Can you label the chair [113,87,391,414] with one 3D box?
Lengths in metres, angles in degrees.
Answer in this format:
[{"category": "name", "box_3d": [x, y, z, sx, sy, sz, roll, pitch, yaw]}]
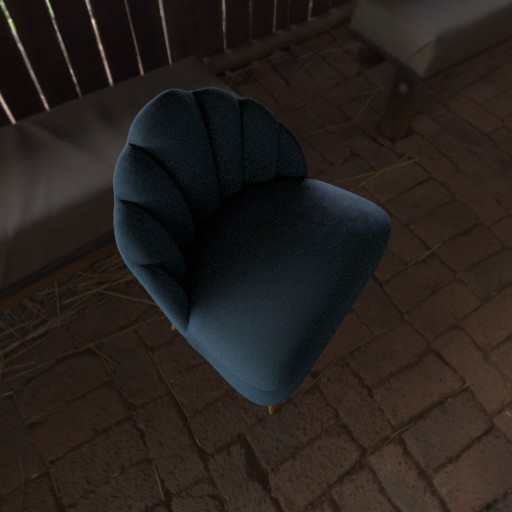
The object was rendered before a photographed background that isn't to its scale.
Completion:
[{"category": "chair", "box_3d": [0.000, 0.000, 1.273, 0.599, 0.819, 0.657, 30, 62, 18]}]
